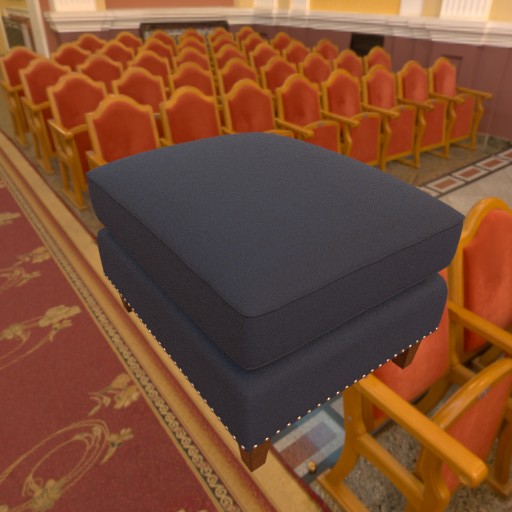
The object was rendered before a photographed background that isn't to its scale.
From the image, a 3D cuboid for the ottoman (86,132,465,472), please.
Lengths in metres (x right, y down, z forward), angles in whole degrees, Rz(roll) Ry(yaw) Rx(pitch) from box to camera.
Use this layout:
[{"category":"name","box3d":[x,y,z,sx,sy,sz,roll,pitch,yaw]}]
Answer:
[{"category":"ottoman","box3d":[0.000,0.000,1.123,0.584,0.513,0.741,-21,37,-30]}]
